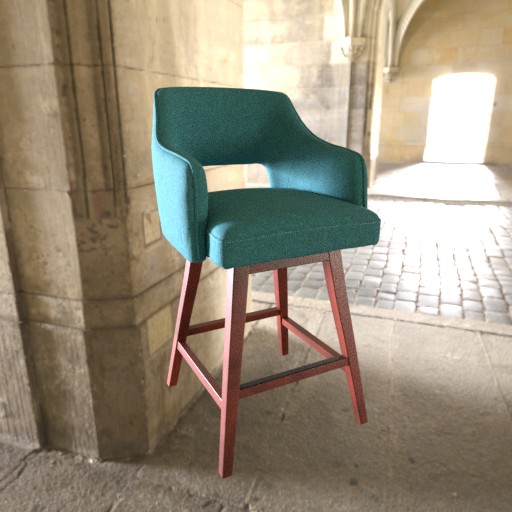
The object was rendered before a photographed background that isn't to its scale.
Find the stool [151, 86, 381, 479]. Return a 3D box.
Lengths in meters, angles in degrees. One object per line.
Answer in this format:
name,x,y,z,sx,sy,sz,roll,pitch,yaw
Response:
stool,0.000,0.000,1.307,0.548,0.961,0.556,-9,19,-26
